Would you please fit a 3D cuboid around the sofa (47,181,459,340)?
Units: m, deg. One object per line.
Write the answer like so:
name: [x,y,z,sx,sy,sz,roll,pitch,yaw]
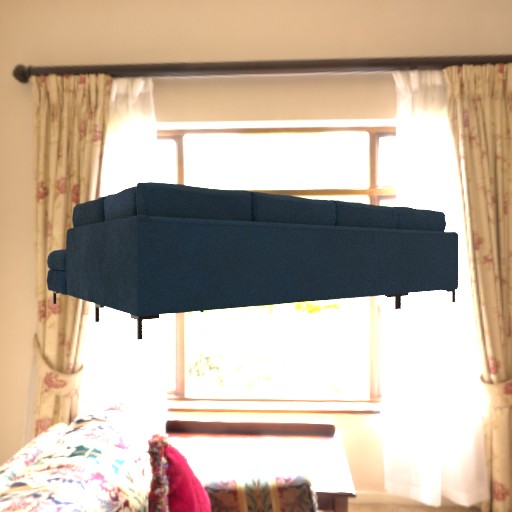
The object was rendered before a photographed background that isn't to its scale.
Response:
sofa: [0.000,0.000,3.212,2.486,0.687,1.707,0,0,-36]
